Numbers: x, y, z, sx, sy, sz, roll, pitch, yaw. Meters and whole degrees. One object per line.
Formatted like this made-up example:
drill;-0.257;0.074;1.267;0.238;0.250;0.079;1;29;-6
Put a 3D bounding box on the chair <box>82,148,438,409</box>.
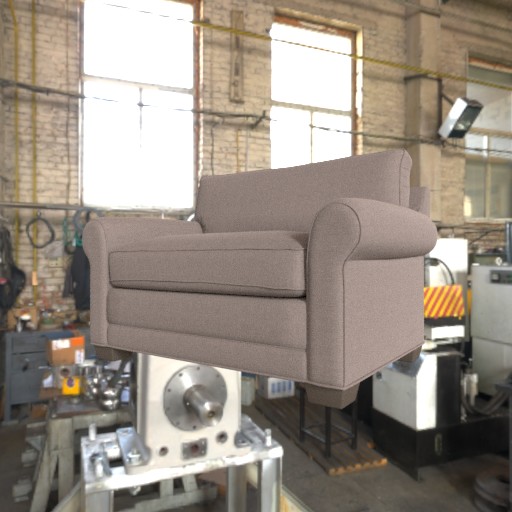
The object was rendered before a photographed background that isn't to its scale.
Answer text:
chair;0.000;0.000;2.003;1.390;0.930;0.930;0;0;35
